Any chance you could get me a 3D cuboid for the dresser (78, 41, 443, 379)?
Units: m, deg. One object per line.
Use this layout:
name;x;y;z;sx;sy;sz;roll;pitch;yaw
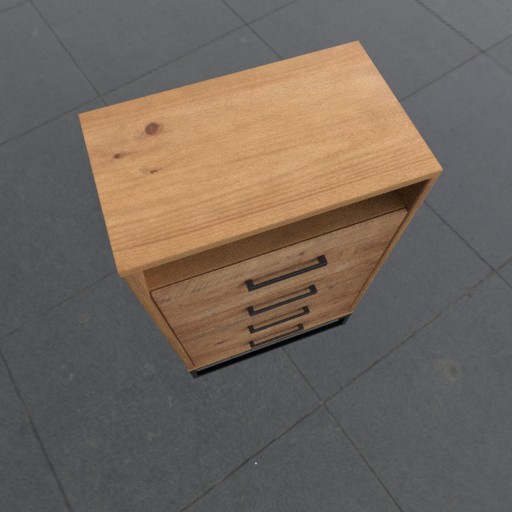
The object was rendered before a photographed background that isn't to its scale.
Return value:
dresser;0.000;0.000;1.605;0.761;1.240;0.479;-18;66;-8
